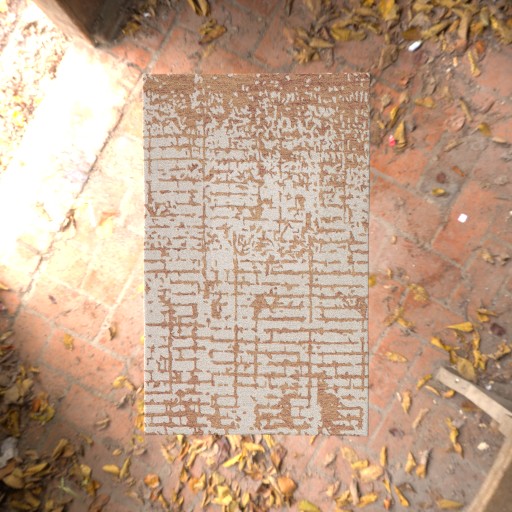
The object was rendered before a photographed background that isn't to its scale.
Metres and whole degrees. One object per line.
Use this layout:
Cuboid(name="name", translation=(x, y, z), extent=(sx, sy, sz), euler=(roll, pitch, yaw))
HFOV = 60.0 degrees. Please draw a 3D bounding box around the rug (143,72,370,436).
Cuboid(name="rug", translation=(0.000, 0.000, 2.977), extent=(1.517, 0.011, 2.435), euler=(0, 91, 1))
